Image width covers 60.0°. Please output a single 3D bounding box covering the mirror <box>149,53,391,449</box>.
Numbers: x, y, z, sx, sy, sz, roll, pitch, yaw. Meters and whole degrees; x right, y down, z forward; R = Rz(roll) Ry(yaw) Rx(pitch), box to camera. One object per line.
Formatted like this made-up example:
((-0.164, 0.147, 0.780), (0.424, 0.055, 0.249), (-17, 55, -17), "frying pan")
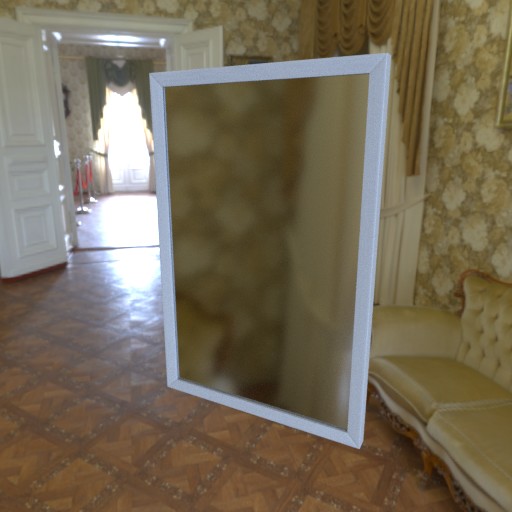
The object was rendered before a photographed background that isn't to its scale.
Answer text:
((0.000, 0.000, 1.147), (0.609, 0.915, 0.040), (8, 17, 27), "mirror")
